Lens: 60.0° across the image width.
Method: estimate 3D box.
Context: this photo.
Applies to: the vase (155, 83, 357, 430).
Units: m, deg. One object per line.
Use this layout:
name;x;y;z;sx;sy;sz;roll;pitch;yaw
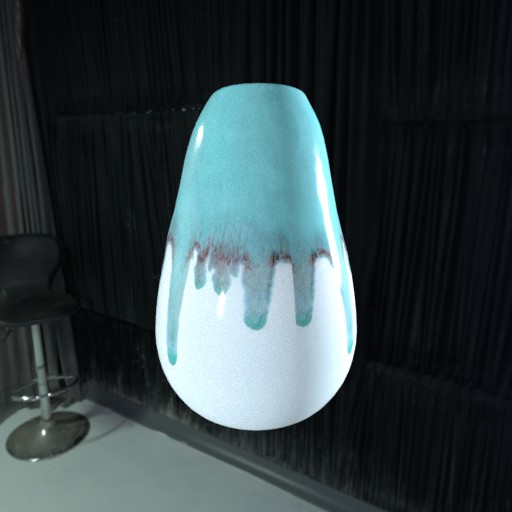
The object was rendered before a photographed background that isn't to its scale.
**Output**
vase;0.000;0.000;0.252;0.116;0.179;0.116;0;15;0
